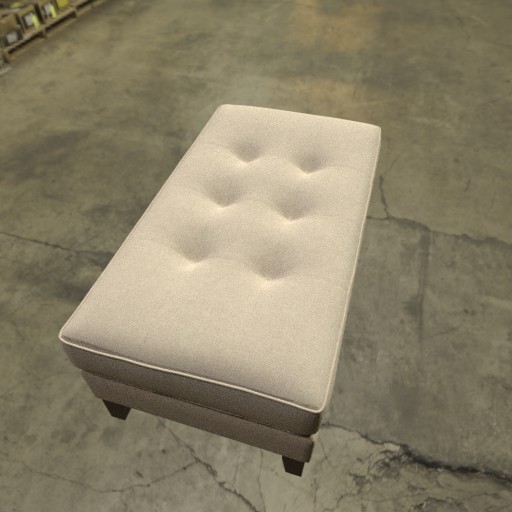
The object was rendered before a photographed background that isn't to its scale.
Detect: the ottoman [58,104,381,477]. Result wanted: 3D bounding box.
[{"bbox_3d":[0.000,0.000,1.471,0.648,0.508,1.143,13,49,11],"label":"ottoman"}]
